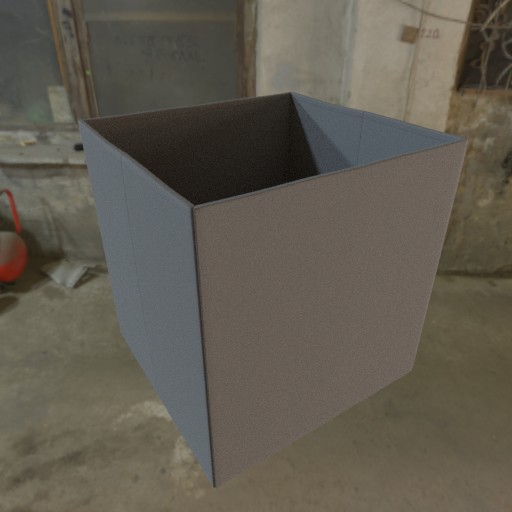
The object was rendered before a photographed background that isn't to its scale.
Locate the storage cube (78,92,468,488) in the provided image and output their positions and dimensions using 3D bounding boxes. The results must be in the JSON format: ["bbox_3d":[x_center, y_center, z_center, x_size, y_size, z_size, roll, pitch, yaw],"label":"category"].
[{"bbox_3d":[0.000,0.000,0.484,0.270,0.280,0.270,-19,35,-28],"label":"storage cube"}]
